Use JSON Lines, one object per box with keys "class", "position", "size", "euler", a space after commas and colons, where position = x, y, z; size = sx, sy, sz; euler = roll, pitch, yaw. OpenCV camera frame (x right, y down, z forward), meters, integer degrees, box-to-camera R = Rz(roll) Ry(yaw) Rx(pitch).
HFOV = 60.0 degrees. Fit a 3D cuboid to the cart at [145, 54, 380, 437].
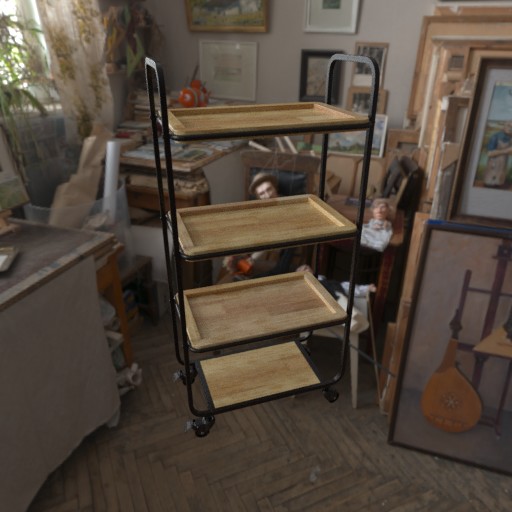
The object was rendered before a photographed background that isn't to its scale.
{"class": "cart", "position": [0.000, 0.000, 1.317], "size": [0.545, 1.080, 0.321], "euler": [-9, 28, -16]}
